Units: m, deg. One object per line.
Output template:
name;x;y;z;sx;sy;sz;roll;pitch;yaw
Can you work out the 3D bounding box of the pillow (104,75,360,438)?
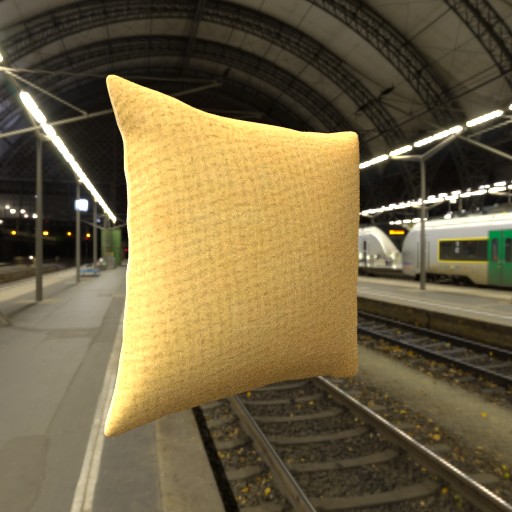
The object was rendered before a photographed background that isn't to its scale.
pillow;0.000;0.000;0.620;0.419;0.407;0.173;0;1;-36
